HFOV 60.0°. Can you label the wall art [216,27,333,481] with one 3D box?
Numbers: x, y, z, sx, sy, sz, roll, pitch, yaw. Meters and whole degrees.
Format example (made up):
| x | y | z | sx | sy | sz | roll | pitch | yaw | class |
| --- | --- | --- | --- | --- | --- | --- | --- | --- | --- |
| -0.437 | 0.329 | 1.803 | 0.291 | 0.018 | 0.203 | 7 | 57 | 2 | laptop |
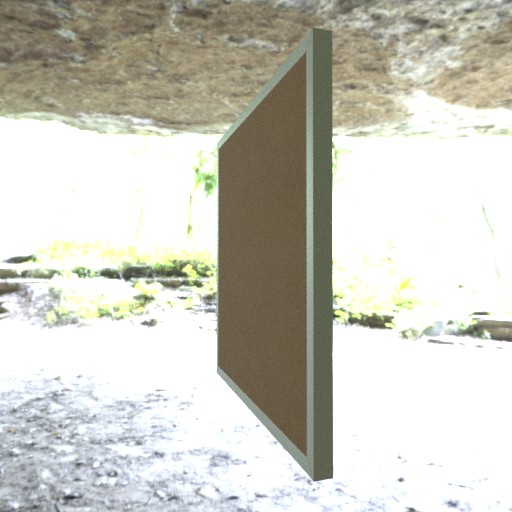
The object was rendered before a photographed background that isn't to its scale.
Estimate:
| x | y | z | sx | sy | sz | roll | pitch | yaw | class |
| --- | --- | --- | --- | --- | --- | --- | --- | --- | --- |
| 0.000 | 0.000 | 1.109 | 0.036 | 0.760 | 0.760 | 0 | -1 | -17 | wall art |
